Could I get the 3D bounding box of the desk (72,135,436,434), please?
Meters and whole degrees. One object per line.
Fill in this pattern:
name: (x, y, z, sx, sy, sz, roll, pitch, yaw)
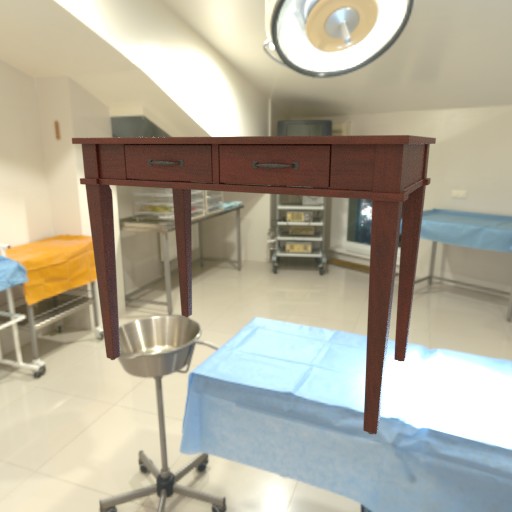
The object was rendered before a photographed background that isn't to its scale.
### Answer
desk: (0.000, 0.000, 1.480, 1.001, 0.762, 0.549, 7, 16, 26)
